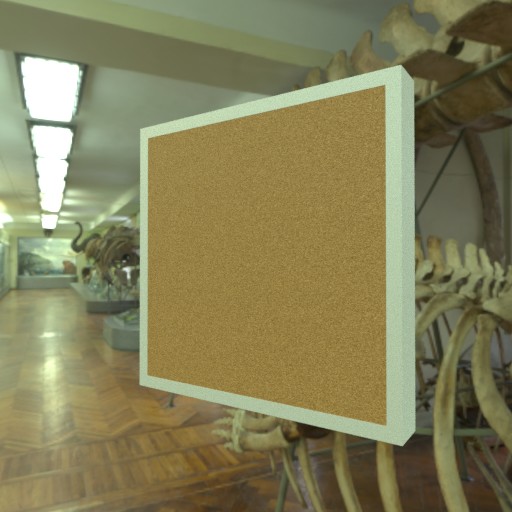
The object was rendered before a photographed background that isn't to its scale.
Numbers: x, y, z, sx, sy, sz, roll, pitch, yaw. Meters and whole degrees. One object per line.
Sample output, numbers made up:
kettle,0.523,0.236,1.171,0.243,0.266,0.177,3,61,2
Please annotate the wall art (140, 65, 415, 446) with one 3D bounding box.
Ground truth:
wall art,0.000,0.000,0.452,0.305,0.302,0.038,0,-1,34
